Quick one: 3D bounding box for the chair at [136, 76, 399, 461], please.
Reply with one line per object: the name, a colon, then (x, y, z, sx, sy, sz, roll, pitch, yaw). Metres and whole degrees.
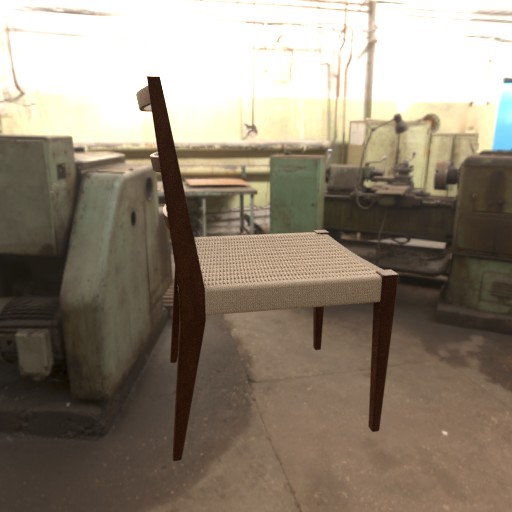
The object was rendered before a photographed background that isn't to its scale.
chair: (0.000, 0.000, 1.156, 0.551, 0.813, 0.480, -3, 16, -11)
